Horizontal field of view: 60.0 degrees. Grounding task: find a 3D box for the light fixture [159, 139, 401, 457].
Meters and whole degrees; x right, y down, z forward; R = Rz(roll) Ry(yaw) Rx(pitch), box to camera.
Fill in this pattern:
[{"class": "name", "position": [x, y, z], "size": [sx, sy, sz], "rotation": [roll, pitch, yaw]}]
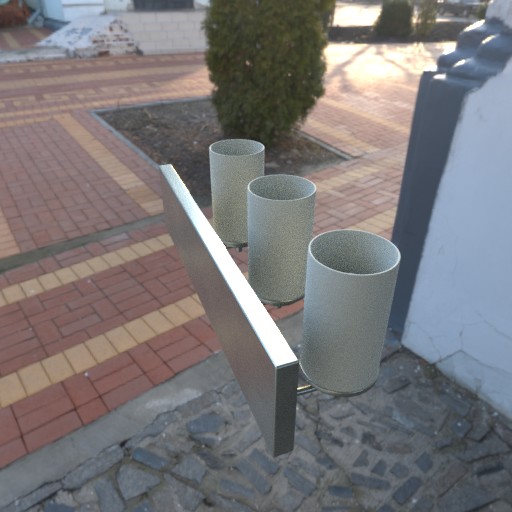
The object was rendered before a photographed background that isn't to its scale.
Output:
[{"class": "light fixture", "position": [0.000, 0.000, 0.545], "size": [0.145, 0.172, 0.451], "rotation": [-11, 33, -18]}]
